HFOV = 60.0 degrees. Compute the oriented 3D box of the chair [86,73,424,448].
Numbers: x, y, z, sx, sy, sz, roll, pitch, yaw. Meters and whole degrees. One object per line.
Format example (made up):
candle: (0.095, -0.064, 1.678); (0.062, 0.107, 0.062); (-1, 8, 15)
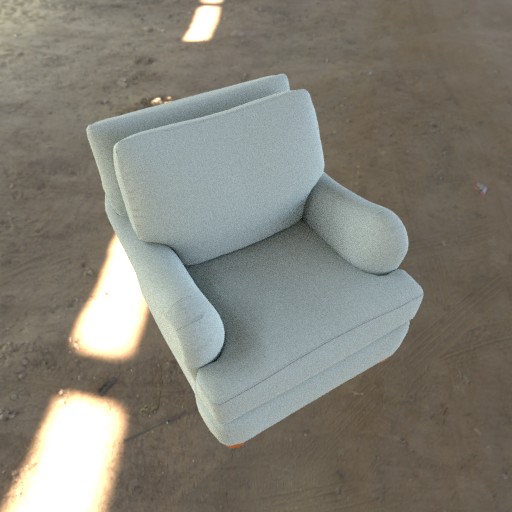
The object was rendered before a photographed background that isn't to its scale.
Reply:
chair: (0.000, 0.000, 1.831); (0.955, 1.038, 1.070); (-23, 51, -20)
